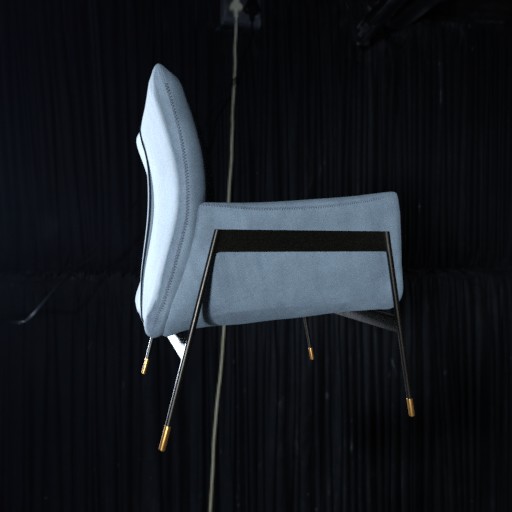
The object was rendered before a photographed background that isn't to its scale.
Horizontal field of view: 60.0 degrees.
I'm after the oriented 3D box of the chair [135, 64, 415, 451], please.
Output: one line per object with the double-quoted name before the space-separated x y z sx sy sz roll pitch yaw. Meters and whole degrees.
"chair" 0.000 0.000 1.383 0.709 0.858 0.678 0 1 -18
